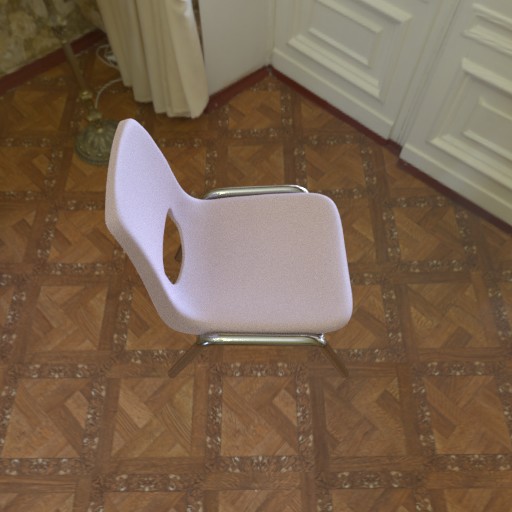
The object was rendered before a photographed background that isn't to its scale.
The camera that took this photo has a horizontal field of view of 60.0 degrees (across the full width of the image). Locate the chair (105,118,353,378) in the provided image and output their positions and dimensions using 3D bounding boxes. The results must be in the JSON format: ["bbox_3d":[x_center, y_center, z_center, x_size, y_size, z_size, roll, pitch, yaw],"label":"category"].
[{"bbox_3d":[0.000,0.000,0.862,0.423,0.586,0.354,-2,62,-1],"label":"chair"}]
